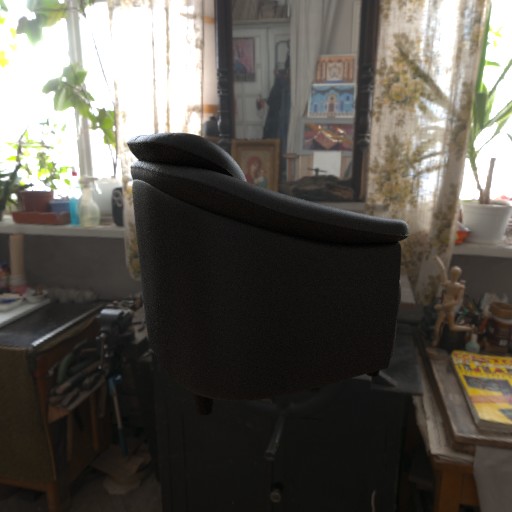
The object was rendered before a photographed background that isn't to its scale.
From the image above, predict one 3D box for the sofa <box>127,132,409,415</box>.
[{"bbox_3d":[0.000,0.000,1.547,0.794,0.811,0.870,-7,15,-26],"label":"sofa"}]
